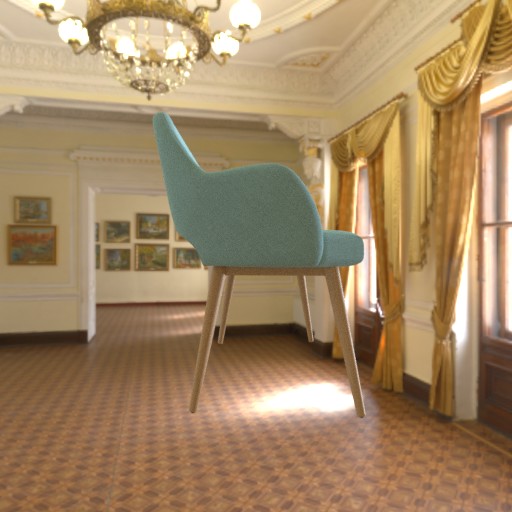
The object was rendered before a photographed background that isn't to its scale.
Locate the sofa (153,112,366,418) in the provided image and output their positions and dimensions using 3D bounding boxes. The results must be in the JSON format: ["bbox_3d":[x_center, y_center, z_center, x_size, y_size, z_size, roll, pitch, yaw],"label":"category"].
[{"bbox_3d":[0.000,0.000,1.657,0.610,0.840,1.150,0,0,0],"label":"sofa"}]
